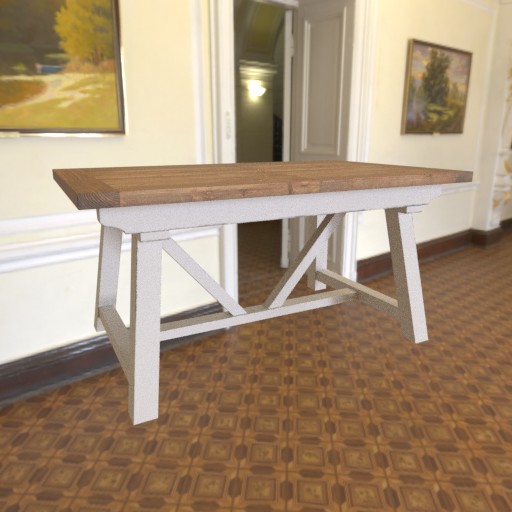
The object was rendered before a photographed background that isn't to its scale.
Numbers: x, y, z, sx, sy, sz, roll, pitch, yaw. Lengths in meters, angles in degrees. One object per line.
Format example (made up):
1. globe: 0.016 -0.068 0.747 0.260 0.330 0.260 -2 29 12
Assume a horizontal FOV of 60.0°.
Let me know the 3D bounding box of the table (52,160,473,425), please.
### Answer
1. table: 0.000 0.000 1.951 1.503 0.743 0.922 -8 17 -26
